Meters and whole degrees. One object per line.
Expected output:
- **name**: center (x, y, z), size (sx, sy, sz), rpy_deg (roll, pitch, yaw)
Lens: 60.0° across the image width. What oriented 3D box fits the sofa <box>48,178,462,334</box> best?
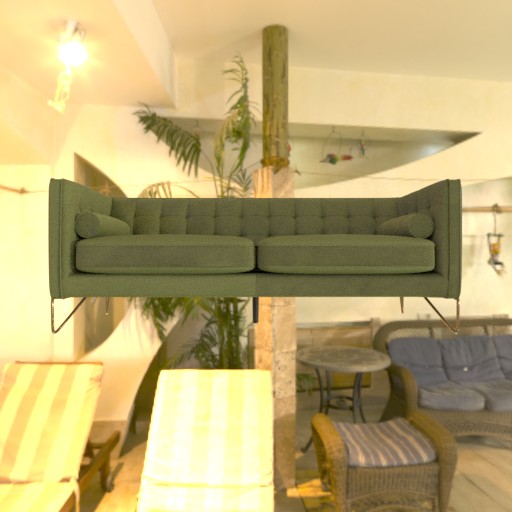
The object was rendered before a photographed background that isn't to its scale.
- **sofa**: center (0.000, 0.000, 2.614), size (2.087, 0.789, 0.867), rpy_deg (0, 0, -1)
